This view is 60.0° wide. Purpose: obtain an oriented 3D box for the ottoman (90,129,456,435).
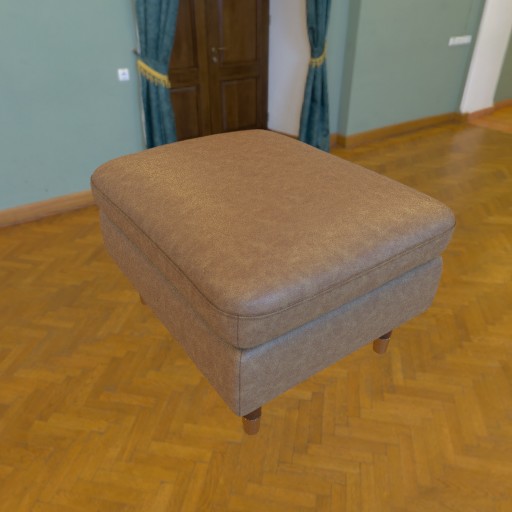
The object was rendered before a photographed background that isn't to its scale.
[{"bbox_3d":[0.000,0.000,1.126,0.593,0.478,0.747,-21,38,-30],"label":"ottoman"}]
